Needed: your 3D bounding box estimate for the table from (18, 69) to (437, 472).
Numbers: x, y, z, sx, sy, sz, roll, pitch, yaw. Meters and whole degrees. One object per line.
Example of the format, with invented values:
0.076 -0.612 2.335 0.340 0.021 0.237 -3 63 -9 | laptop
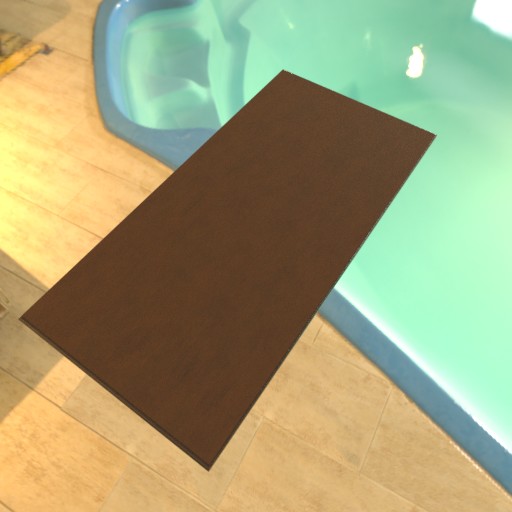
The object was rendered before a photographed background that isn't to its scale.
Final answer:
0.000 0.000 1.450 0.594 0.459 1.197 31 63 18 | table
